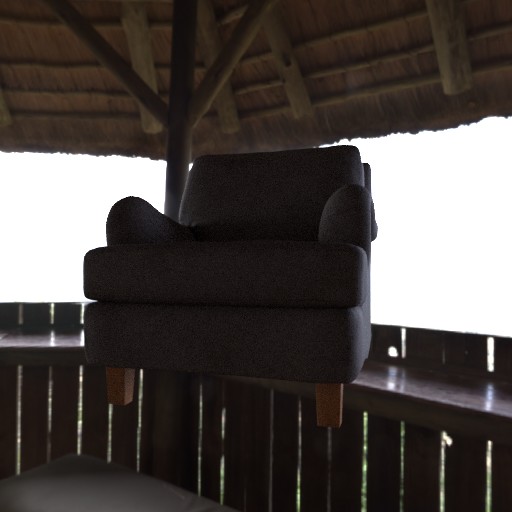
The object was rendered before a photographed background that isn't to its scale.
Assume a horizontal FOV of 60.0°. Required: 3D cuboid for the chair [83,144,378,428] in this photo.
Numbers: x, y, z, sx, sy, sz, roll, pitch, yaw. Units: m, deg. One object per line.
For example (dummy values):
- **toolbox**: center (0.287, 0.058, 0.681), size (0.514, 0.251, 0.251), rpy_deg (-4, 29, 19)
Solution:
- **chair**: center (0.000, 0.000, 1.804), size (0.955, 0.997, 1.070), rpy_deg (0, -1, 17)
